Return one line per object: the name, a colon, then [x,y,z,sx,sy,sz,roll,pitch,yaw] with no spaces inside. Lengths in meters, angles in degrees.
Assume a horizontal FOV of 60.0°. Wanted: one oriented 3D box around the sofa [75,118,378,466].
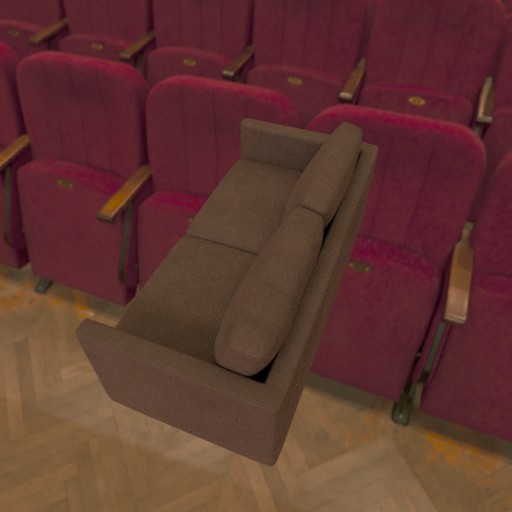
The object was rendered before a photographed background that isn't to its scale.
sofa: [0.000,0.000,2.518,0.950,0.963,1.884,17,50,15]
